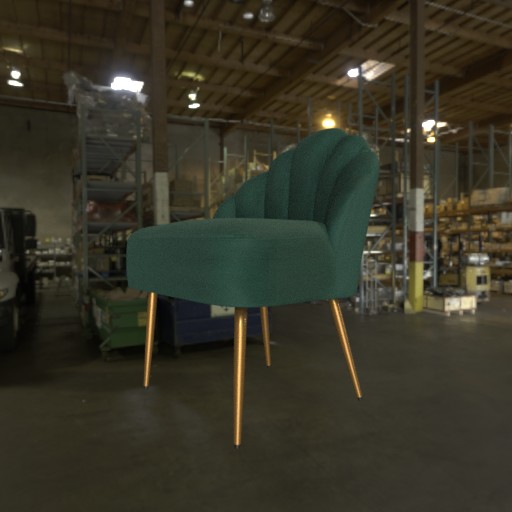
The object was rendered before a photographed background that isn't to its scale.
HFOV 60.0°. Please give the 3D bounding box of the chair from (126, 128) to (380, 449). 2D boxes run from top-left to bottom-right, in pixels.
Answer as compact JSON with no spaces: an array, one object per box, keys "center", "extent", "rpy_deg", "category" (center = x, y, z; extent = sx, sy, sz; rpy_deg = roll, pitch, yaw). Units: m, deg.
[{"center":[0.000,0.000,1.291],"extent":[0.599,0.819,0.657],"rpy_deg":[-1,2,-37],"category":"chair"}]
